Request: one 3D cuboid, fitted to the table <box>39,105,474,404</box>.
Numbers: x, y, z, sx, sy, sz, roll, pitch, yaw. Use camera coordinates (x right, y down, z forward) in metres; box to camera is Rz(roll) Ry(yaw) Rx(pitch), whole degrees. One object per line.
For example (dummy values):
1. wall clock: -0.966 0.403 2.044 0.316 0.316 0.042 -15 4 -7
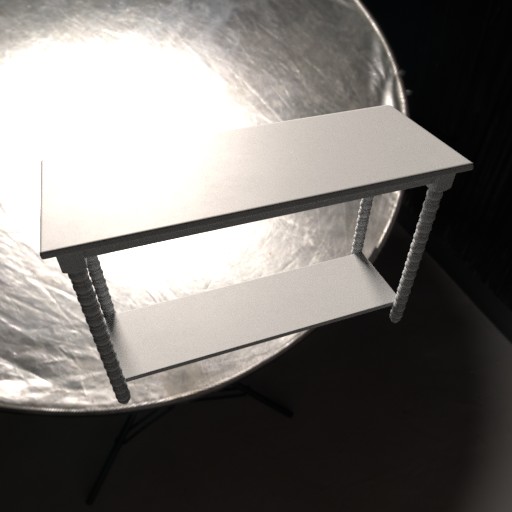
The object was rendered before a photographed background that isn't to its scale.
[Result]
1. table: 0.000 0.000 1.533 1.184 0.740 0.459 -13 43 -14
